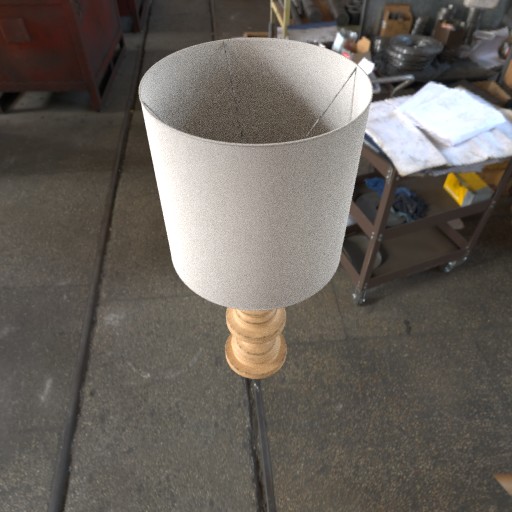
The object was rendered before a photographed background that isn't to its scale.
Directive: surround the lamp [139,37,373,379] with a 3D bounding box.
[{"bbox_3d":[0.000,0.000,0.565,0.208,0.455,0.208,-31,54,-26],"label":"lamp"}]
